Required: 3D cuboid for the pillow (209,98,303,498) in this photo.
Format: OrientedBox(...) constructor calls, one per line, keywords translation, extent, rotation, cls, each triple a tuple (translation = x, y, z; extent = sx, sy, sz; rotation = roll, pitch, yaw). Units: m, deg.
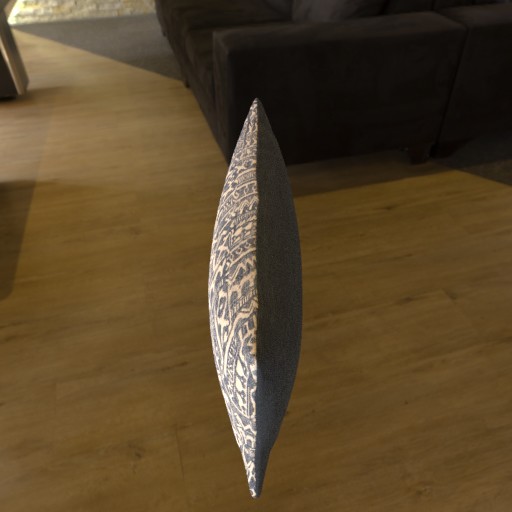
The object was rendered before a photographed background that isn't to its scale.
OrientedBox(translation=(0.000, 0.000, 0.719), extent=(0.148, 0.292, 0.631), rotation=(0, 41, 0), cls="pillow")
